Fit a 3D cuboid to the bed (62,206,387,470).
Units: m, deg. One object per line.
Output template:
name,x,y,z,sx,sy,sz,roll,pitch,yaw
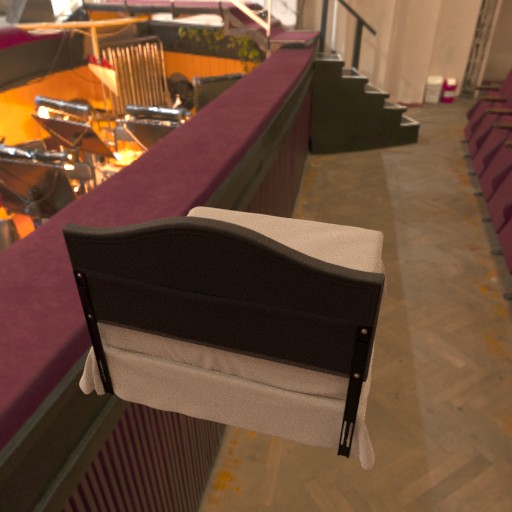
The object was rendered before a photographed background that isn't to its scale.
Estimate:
bed,0.000,0.000,3.695,2.314,1.651,2.219,9,33,15
